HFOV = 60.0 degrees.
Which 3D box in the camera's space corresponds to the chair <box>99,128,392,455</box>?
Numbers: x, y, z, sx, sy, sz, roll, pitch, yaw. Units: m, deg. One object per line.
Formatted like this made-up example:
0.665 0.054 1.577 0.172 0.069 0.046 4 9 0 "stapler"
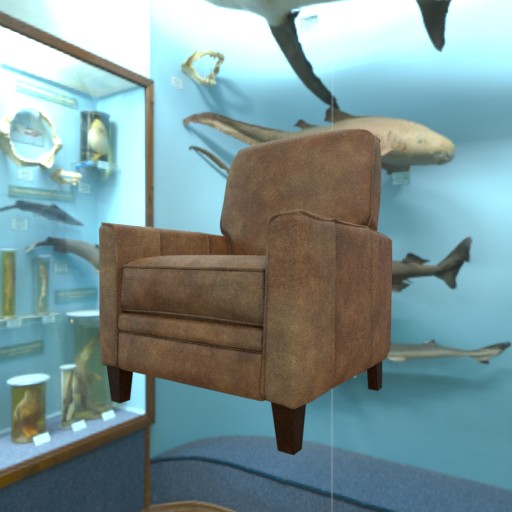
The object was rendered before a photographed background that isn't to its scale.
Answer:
0.000 0.000 1.665 0.843 1.043 0.836 0 0 35 "chair"
